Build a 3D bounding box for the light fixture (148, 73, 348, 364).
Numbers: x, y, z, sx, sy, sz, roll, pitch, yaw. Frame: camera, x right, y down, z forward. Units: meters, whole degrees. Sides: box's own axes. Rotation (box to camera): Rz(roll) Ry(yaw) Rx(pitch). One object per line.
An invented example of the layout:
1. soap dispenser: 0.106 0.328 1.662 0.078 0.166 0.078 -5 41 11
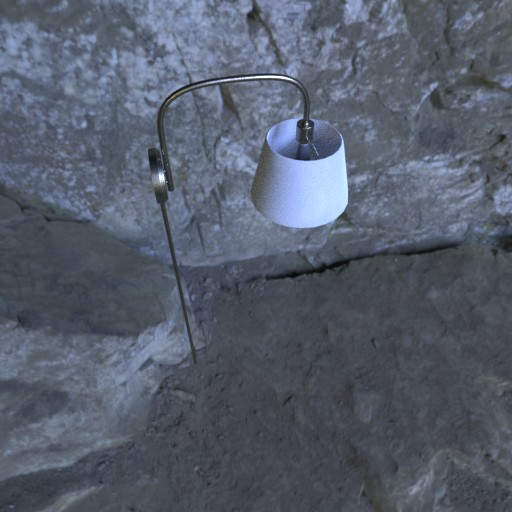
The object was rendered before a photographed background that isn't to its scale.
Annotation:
1. light fixture: 0.000 0.000 0.472 0.176 0.399 0.092 -10 49 -9
